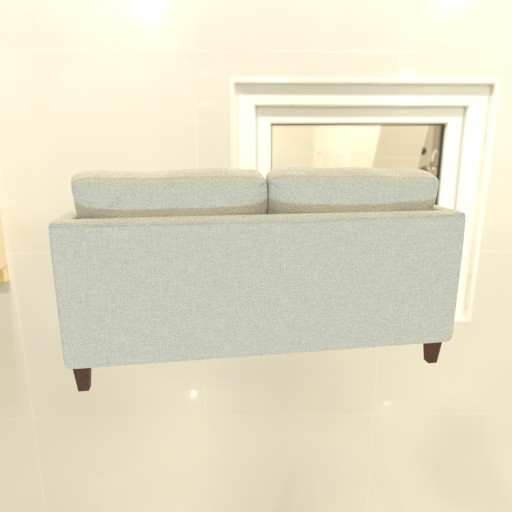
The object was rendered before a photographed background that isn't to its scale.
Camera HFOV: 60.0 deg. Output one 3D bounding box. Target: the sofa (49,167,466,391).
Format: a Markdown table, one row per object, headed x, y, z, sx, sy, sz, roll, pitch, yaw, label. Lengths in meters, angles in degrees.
| x | y | z | sx | sy | sz | roll | pitch | yaw | label |
| --- | --- | --- | --- | --- | --- | --- | --- | --- | --- |
| 0.000 | 0.000 | 2.402 | 1.838 | 0.963 | 0.950 | -2 | 14 | -9 | sofa |
